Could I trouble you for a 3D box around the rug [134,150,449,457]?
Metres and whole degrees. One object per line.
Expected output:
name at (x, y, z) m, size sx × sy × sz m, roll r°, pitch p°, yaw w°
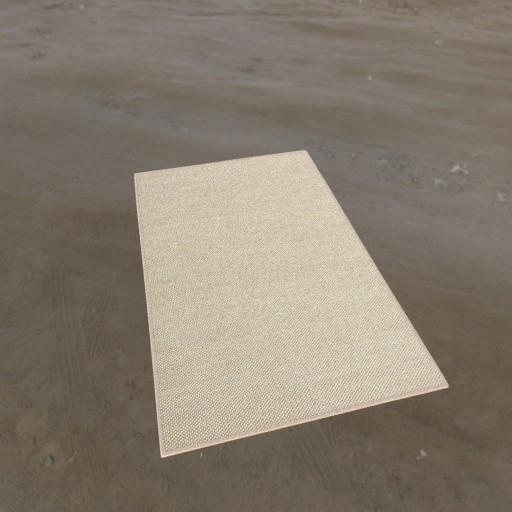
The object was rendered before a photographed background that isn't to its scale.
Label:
rug at (0.000, 0.000, 2.126) m, size 1.067 × 0.013 × 1.676 m, roll -10°, pitch 46°, yaw -10°
